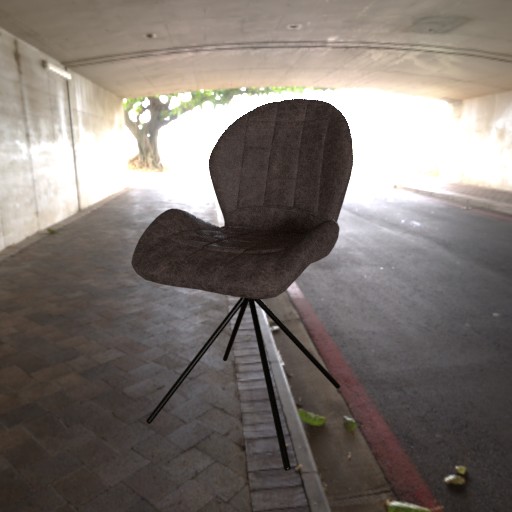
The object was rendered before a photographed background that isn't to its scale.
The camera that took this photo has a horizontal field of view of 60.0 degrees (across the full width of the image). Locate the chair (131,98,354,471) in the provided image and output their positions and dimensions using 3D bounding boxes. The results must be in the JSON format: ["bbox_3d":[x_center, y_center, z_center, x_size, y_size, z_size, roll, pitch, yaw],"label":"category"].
[{"bbox_3d":[0.000,0.000,1.308,0.527,0.934,0.640,7,15,26],"label":"chair"}]
